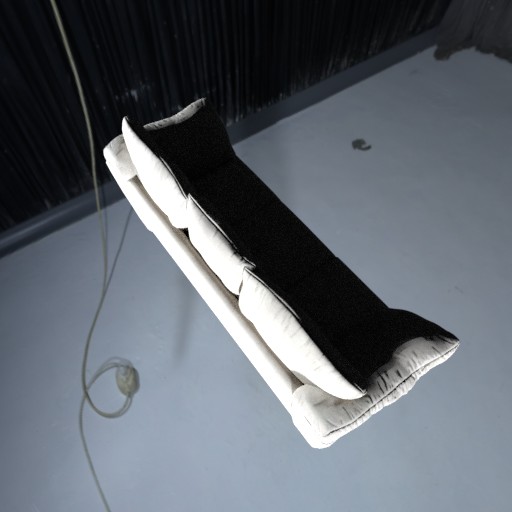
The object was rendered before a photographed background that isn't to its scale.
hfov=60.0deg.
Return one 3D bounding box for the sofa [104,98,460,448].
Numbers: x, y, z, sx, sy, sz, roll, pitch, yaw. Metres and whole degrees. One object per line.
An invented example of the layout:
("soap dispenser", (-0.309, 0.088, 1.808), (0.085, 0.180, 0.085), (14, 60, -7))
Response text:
("sofa", (0.000, 0.000, 2.791), (0.878, 0.996, 2.334), (-32, 63, -19))
